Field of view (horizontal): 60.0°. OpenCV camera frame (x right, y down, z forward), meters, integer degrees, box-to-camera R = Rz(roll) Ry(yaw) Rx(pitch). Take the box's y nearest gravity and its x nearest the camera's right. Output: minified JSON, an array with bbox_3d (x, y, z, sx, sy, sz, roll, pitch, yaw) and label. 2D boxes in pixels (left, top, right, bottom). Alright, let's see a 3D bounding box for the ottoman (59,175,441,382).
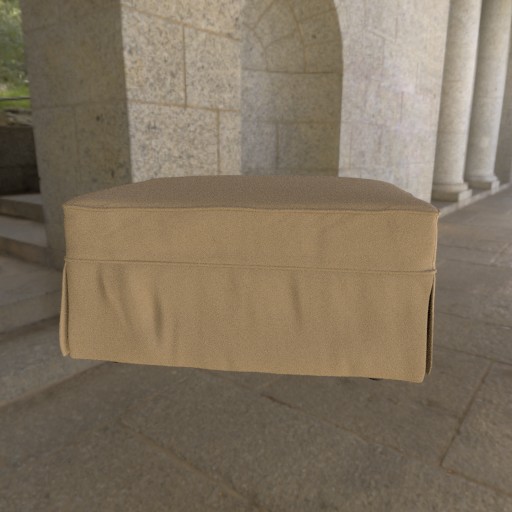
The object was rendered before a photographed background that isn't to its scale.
[{"bbox_3d":[0.000,0.000,1.370,0.959,0.482,0.721,2,14,8],"label":"ottoman"}]
